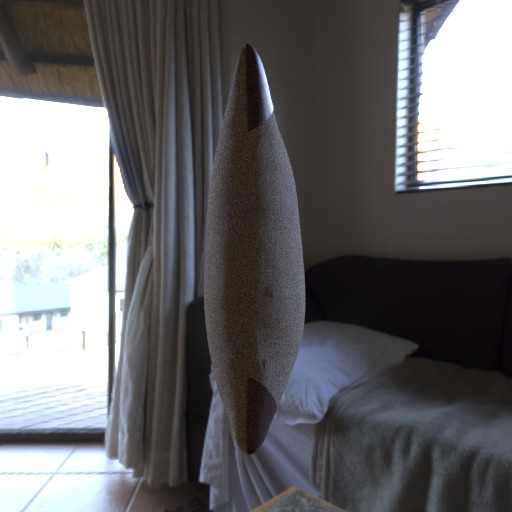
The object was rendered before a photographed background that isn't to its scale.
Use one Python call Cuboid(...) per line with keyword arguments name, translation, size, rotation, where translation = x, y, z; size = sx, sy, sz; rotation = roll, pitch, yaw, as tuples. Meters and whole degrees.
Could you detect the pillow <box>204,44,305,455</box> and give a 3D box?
Cuboid(name="pillow", translation=(0.000, 0.000, 0.678), size=(0.147, 0.448, 0.437), rotation=(0, 0, 0))
